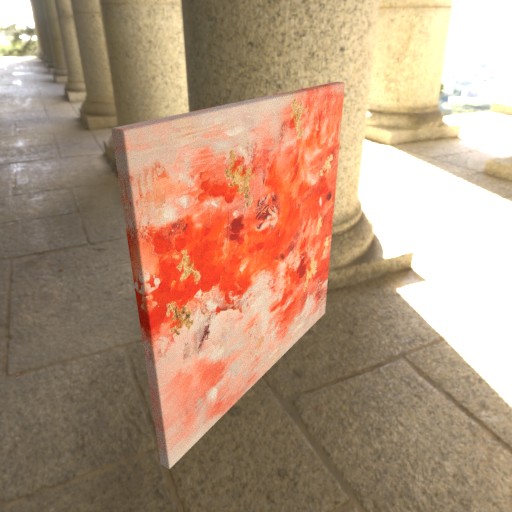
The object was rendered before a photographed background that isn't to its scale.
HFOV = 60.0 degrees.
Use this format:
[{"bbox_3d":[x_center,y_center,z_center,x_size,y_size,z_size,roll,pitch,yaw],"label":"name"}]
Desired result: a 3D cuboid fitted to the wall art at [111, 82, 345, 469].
[{"bbox_3d":[0.000,0.000,1.295,0.066,0.878,0.878,18,33,31],"label":"wall art"}]
